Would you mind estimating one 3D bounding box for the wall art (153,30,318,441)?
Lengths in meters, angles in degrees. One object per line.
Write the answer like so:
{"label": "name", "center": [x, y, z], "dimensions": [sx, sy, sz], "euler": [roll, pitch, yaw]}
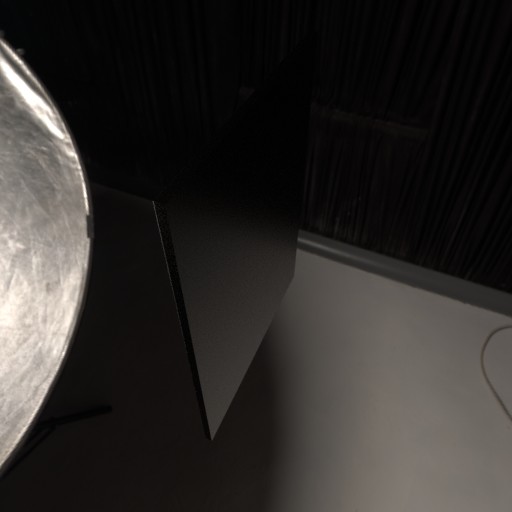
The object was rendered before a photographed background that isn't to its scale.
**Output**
{"label": "wall art", "center": [0.000, 0.000, 0.758], "dimensions": [0.013, 0.582, 0.442], "euler": [18, 50, 16]}
